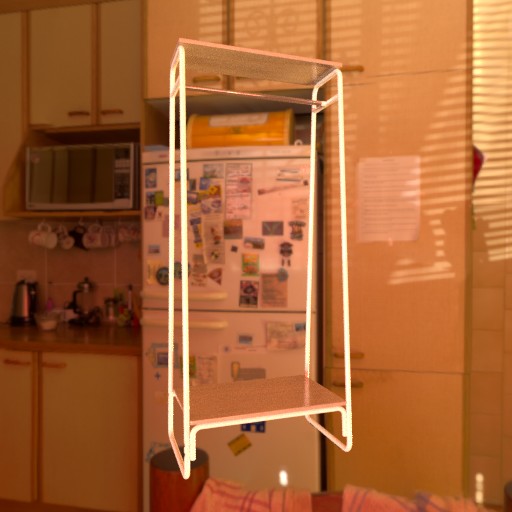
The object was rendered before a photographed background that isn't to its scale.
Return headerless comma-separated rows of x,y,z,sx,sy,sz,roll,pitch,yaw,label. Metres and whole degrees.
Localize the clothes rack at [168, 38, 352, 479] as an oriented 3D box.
0.000,0.000,1.751,0.640,1.512,0.400,0,1,-19,clothes rack
